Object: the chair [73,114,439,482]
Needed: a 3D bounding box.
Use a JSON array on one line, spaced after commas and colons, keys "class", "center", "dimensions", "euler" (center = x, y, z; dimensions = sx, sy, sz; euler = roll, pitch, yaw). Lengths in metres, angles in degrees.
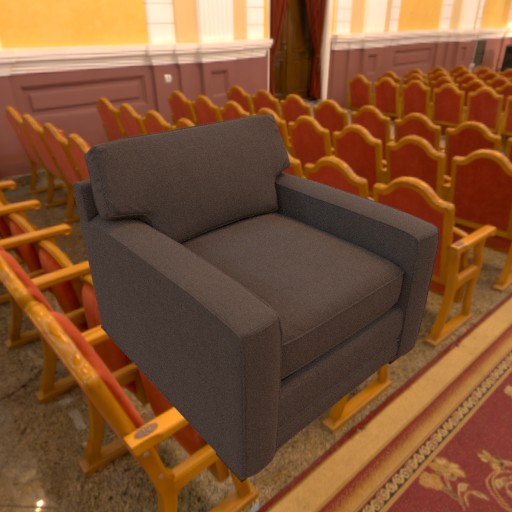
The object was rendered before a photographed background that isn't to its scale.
[{"class": "chair", "center": [0.000, 0.000, 1.791], "dimensions": [0.997, 0.913, 1.043], "euler": [-23, 36, -35]}]
